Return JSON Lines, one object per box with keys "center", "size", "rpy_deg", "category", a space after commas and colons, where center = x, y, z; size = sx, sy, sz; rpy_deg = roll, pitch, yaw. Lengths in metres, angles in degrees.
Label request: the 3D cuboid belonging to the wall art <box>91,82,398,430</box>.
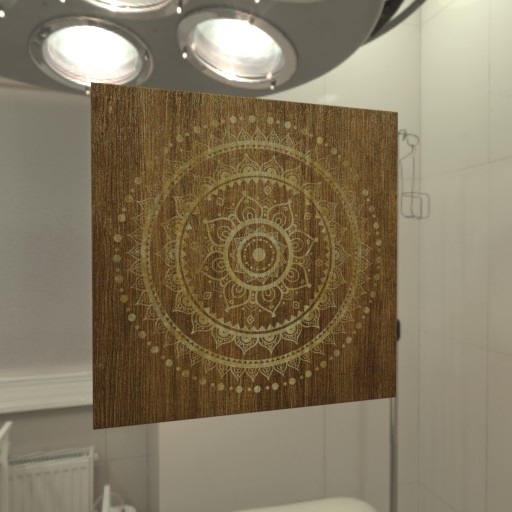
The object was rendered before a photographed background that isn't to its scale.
{"center": [0.000, 0.000, 0.585], "size": [0.406, 0.403, 0.039], "rpy_deg": [0, 1, -16], "category": "wall art"}
